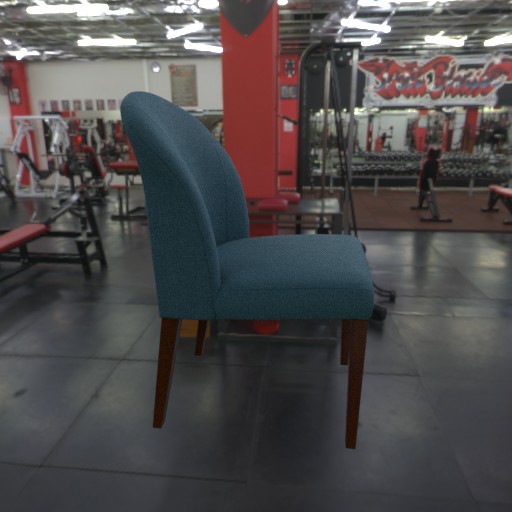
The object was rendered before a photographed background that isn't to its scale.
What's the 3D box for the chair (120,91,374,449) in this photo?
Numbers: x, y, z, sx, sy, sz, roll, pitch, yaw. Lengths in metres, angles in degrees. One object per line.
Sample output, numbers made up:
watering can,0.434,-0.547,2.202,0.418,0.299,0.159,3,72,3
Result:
chair,0.000,0.000,1.254,0.620,0.879,0.507,2,16,8
